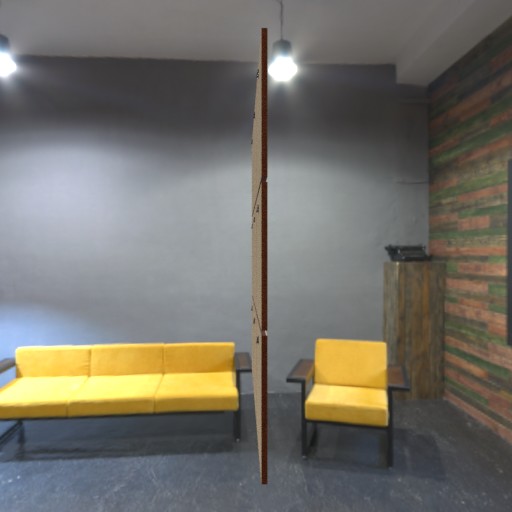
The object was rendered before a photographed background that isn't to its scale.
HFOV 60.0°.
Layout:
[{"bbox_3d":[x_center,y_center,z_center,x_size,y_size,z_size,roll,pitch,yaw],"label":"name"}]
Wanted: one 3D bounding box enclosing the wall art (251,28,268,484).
[{"bbox_3d":[0.000,0.000,1.330,0.018,0.904,0.906,0,0,-2],"label":"wall art"}]
